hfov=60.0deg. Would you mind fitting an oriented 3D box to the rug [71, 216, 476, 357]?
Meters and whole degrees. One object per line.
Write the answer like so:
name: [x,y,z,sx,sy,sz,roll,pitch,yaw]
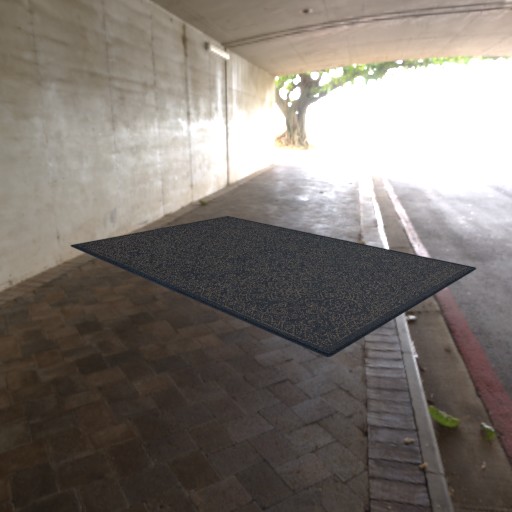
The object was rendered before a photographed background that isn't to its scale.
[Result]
rug: [0.000,0.000,2.364,1.829,0.010,1.219,16,23,43]
